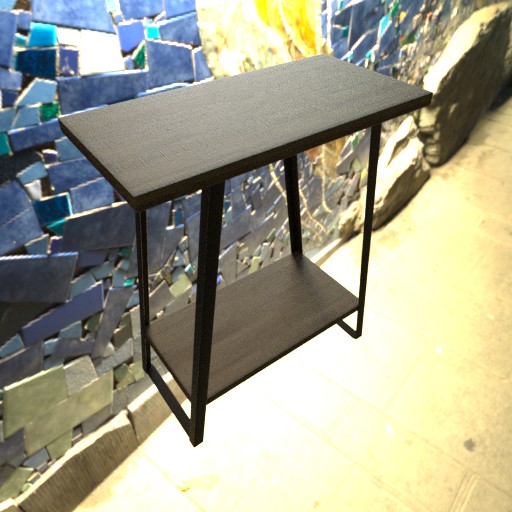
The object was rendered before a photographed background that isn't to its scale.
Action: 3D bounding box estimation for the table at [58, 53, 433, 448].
[{"bbox_3d":[0.000,0.000,1.006,0.599,0.701,0.300,-26,47,-27],"label":"table"}]
